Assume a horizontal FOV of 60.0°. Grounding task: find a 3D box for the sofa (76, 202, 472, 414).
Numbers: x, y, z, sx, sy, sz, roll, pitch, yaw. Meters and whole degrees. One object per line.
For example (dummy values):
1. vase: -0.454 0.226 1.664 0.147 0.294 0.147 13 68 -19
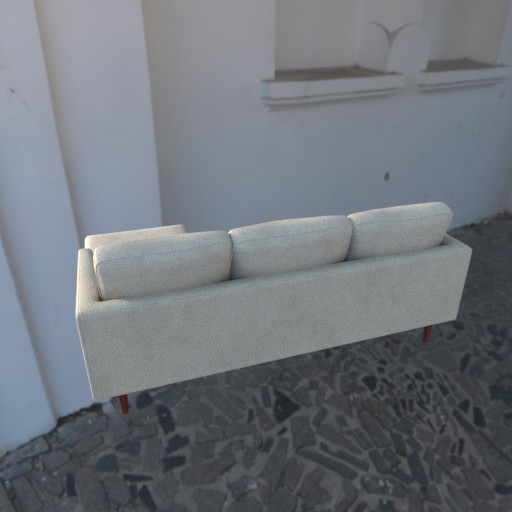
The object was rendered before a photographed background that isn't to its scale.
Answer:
1. sofa: 0.000 0.000 3.032 2.233 0.956 1.504 -9 28 -17
